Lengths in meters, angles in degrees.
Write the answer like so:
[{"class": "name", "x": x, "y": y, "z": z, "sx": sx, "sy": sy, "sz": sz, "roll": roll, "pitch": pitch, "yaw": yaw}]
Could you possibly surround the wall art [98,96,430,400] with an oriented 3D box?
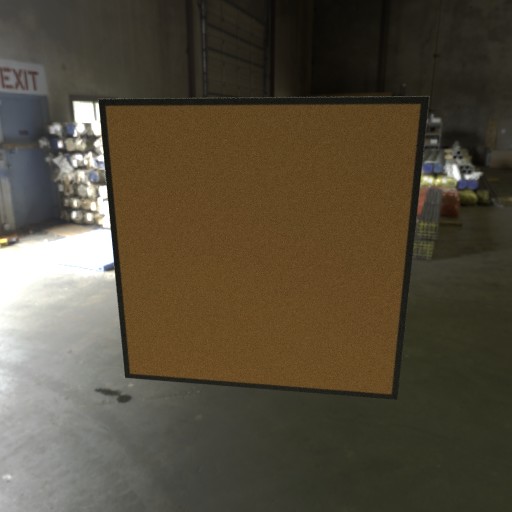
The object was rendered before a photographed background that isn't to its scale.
[{"class": "wall art", "x": 0.000, "y": 0.000, "z": 1.193, "sx": 0.805, "sy": 0.803, "sz": 0.022, "roll": 2, "pitch": 17, "yaw": 8}]
